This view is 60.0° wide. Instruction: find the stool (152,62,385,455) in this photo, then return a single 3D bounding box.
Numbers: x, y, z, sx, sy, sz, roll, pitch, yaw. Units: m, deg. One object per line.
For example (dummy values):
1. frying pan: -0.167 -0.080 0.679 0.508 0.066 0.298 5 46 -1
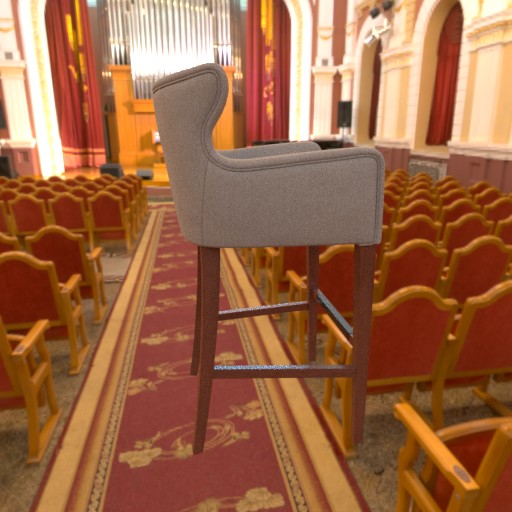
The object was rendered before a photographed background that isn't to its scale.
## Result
1. stool: 0.000 0.000 1.389 0.575 1.047 0.575 -3 16 -9
